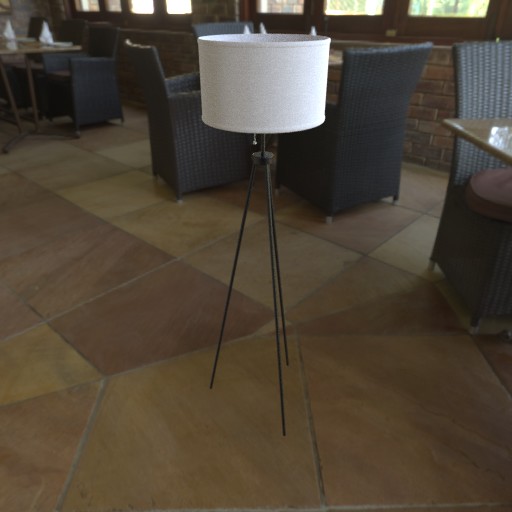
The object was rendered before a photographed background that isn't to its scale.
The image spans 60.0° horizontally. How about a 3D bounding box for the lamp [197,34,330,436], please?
[{"bbox_3d":[0.000,0.000,1.745,0.458,1.545,0.448,1,29,1],"label":"lamp"}]
